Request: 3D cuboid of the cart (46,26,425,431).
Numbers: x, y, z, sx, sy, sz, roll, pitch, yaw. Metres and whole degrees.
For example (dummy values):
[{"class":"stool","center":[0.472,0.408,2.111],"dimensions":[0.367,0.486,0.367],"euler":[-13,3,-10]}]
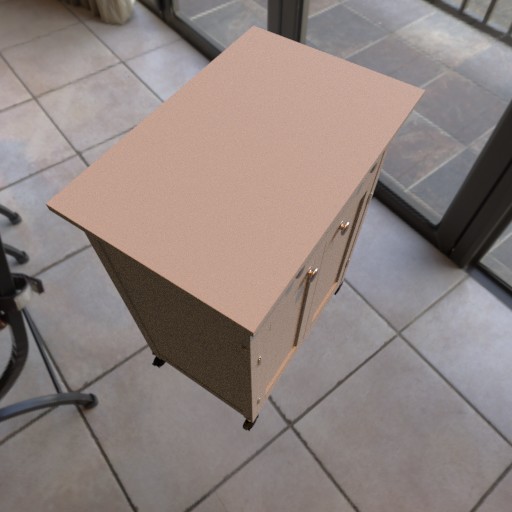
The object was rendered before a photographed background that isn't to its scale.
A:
[{"class":"cart","center":[0.000,0.000,1.236],"dimensions":[0.442,0.864,0.683],"euler":[29,62,17]}]
